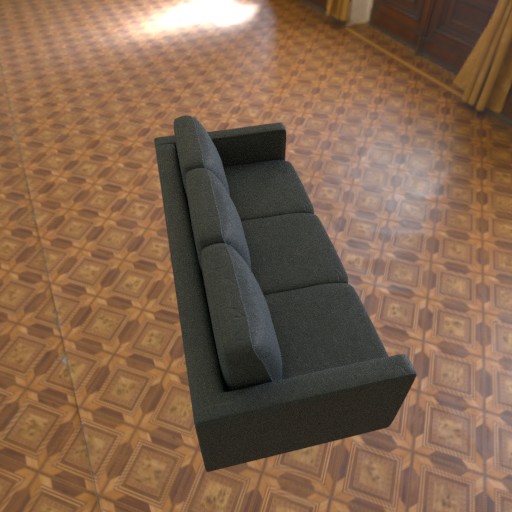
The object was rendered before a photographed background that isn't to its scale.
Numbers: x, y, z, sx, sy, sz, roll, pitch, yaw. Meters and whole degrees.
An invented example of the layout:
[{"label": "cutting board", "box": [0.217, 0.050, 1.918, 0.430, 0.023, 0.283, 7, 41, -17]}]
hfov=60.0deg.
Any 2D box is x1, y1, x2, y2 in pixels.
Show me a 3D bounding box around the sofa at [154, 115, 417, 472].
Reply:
[{"label": "sofa", "box": [0.000, 0.000, 2.538, 0.935, 0.945, 2.013, -10, 47, -9]}]
